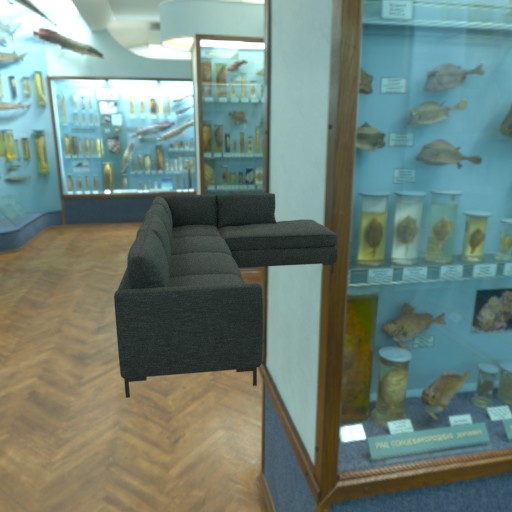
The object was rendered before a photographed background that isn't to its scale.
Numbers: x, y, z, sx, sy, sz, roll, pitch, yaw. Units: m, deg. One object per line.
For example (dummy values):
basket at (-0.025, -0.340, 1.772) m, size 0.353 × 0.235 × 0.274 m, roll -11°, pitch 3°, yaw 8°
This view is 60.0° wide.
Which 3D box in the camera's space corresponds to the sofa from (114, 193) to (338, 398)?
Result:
sofa at (0.000, 0.000, 3.899) m, size 2.007 × 0.815 × 2.949 m, roll -2°, pitch 15°, yaw -9°
